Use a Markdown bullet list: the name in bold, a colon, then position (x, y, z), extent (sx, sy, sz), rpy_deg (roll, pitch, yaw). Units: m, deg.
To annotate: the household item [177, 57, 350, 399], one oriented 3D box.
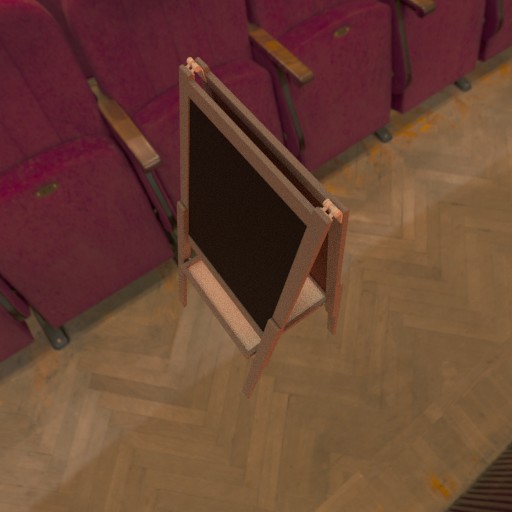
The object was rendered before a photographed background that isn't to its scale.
- **household item**: position (0.000, 0.000, 1.448), extent (0.469, 1.172, 0.531), rpy_deg (-33, 67, -16)
